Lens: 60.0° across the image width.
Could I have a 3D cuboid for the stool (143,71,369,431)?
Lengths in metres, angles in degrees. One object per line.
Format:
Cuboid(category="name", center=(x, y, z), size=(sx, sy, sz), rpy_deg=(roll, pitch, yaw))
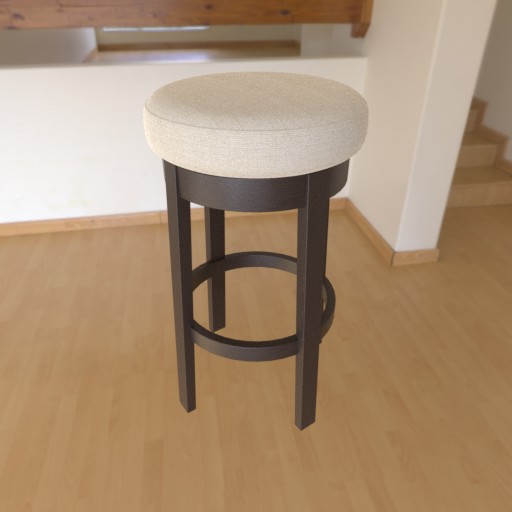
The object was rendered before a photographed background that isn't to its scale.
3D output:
Cuboid(category="stool", center=(0.000, 0.000, 1.033), size=(0.446, 0.758, 0.446), rpy_deg=(0, 32, 0))
